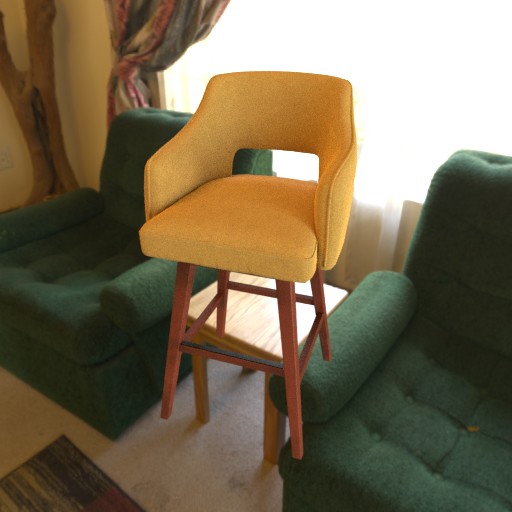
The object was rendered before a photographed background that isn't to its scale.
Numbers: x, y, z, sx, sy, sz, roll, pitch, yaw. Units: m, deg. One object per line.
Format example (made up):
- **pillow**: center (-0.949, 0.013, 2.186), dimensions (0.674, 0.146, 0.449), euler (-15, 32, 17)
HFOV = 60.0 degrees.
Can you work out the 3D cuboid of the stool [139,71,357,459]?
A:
- **stool**: center (0.000, 0.000, 1.369), dimensions (0.548, 1.012, 0.558), euler (9, 29, 17)
